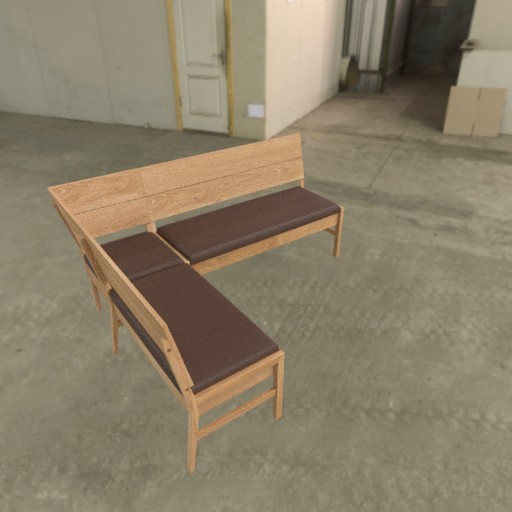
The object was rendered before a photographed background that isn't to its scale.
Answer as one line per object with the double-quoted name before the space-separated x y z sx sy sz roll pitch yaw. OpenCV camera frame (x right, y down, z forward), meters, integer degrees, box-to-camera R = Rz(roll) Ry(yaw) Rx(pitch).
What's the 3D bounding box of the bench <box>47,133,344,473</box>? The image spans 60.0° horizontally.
"bench" 0.000 0.000 2.801 1.975 0.890 1.549 -21 37 -31
